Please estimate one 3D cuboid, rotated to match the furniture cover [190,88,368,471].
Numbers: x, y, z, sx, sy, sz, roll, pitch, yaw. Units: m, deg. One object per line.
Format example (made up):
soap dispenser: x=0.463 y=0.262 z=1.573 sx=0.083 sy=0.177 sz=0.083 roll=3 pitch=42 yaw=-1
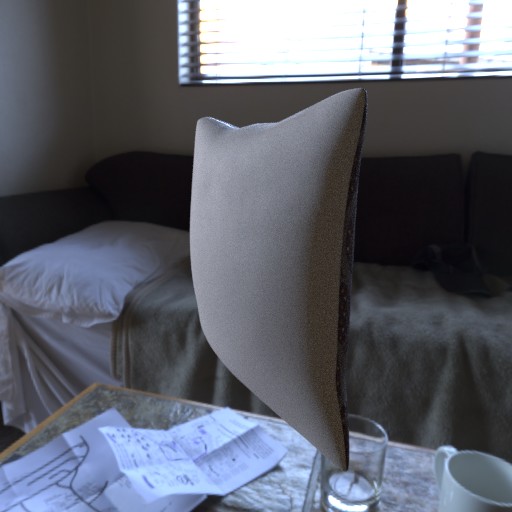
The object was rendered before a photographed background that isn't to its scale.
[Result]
furniture cover: x=0.000 y=0.000 z=0.797 sx=0.193 sy=0.509 sz=0.552 roll=-7 pitch=15 yaw=-26
